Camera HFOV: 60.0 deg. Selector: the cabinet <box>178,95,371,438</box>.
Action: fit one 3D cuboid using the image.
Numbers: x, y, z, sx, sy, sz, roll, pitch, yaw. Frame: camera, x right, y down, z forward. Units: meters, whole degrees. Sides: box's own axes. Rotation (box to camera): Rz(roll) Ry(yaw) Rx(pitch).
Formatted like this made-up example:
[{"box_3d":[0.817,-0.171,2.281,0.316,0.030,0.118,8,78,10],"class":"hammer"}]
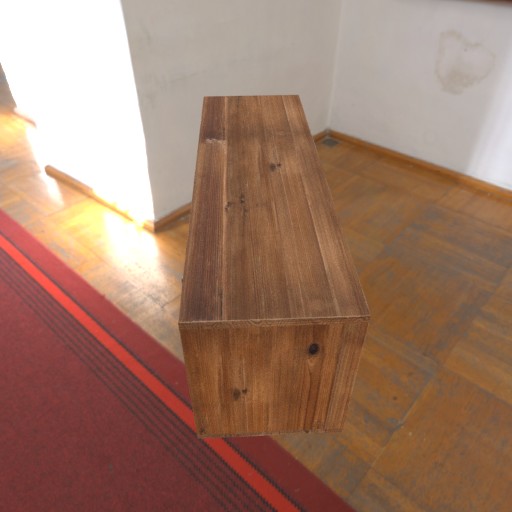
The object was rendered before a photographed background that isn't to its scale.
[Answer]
[{"box_3d":[0.000,0.000,1.817,0.472,0.800,1.400,-2,40,-2],"class":"cabinet"}]
